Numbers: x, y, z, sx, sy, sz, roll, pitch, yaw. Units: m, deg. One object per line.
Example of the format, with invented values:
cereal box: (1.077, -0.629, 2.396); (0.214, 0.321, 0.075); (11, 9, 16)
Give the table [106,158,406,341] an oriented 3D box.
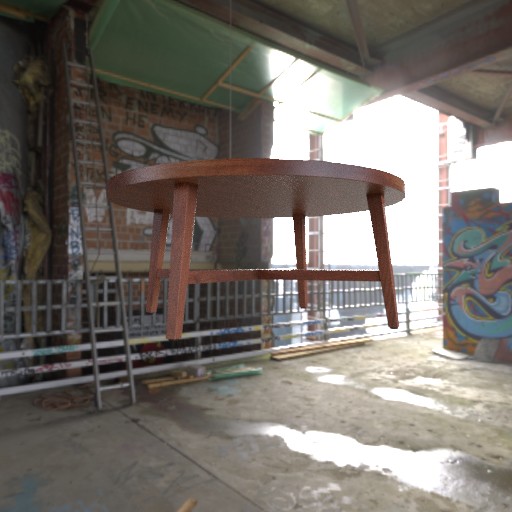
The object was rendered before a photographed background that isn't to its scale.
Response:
table: (0.000, 0.000, 1.246); (0.800, 0.360, 0.800); (0, -1, 0)
